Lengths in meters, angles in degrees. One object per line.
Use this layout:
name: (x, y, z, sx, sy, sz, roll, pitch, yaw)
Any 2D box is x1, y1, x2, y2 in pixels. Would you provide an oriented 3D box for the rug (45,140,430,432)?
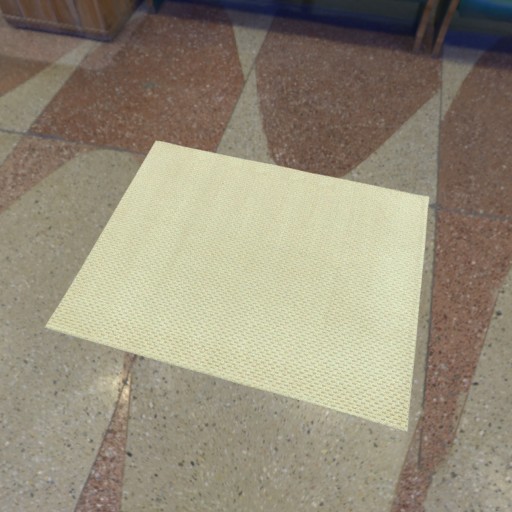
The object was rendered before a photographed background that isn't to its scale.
rug: (0.000, 0.000, 3.961, 2.897, 0.035, 2.277, 13, 58, 9)
